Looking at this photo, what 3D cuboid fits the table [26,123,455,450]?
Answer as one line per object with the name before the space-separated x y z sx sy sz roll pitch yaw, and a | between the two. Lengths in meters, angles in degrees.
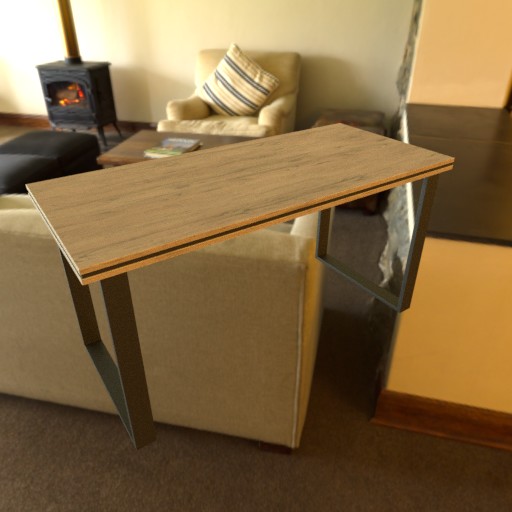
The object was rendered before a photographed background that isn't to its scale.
table | 0.000 0.000 2.222 1.778 0.899 0.795 -19 36 -29
